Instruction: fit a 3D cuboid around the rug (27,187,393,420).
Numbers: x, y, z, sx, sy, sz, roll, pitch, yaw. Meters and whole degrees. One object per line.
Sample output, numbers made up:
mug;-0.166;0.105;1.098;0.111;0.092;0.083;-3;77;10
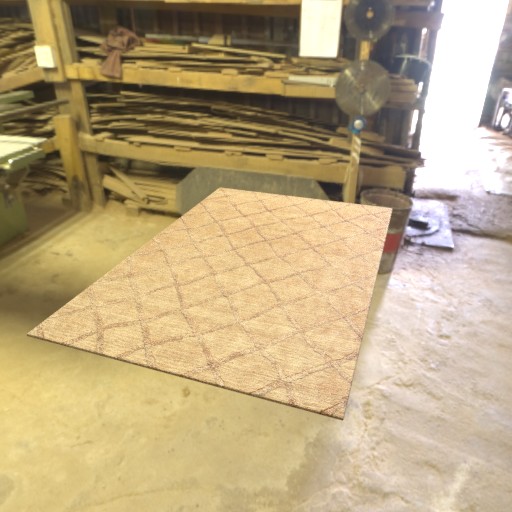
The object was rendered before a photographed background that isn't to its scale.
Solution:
rug;0.000;0.000;2.862;1.528;0.014;2.292;9;29;17
